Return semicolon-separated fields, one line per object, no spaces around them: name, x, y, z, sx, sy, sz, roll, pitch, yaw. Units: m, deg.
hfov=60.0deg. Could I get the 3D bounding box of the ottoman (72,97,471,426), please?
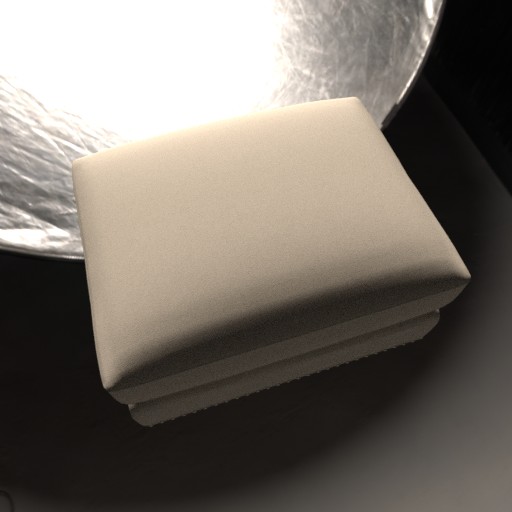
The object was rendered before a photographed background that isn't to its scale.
ottoman;0.000;0.000;1.109;0.741;0.513;0.584;-15;61;-9
